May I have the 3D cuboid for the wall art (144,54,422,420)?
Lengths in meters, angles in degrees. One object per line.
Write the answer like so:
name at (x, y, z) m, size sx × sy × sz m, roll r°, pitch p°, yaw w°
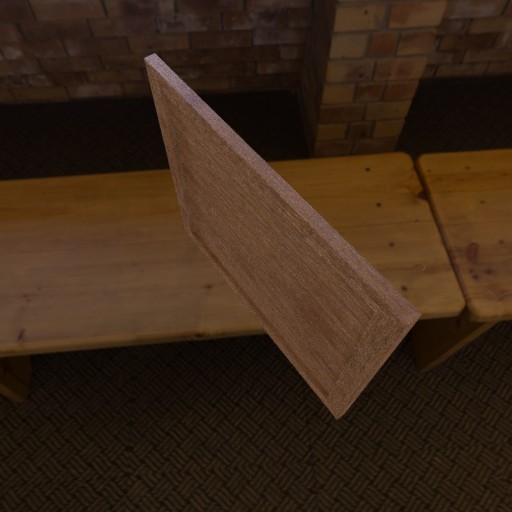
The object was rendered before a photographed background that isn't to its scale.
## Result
wall art at (0.000, 0.000, 0.967) m, size 0.026 × 0.588 × 0.690 m, roll -32°, pitch 64°, yaw -18°
